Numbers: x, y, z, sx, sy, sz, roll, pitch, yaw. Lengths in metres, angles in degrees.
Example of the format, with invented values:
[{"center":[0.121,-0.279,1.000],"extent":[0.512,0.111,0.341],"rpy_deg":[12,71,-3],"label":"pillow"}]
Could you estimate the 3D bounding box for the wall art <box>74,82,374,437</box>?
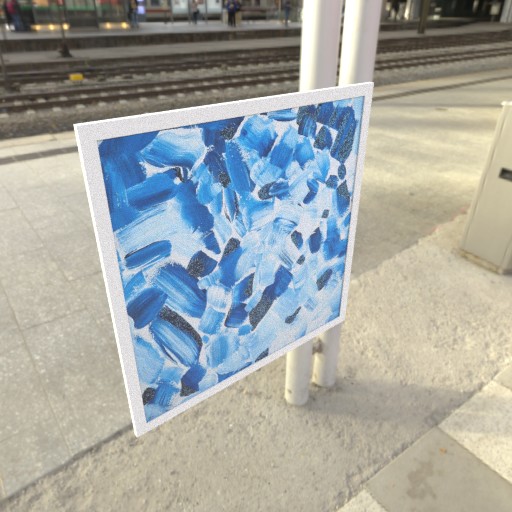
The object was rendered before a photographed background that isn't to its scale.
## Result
[{"center":[0.000,0.000,1.198],"extent":[0.812,0.812,0.015],"rpy_deg":[-21,36,-33],"label":"wall art"}]
